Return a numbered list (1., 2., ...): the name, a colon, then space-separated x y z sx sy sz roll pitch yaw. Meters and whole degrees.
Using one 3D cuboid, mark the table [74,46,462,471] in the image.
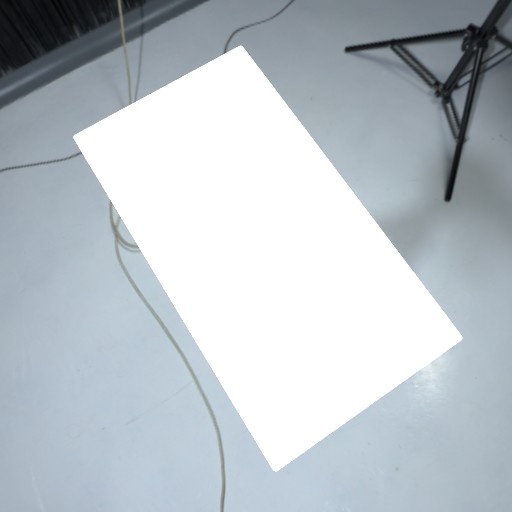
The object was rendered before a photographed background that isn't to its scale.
1. table: 0.000 0.000 2.120 0.900 0.760 1.600 -32 77 -8
